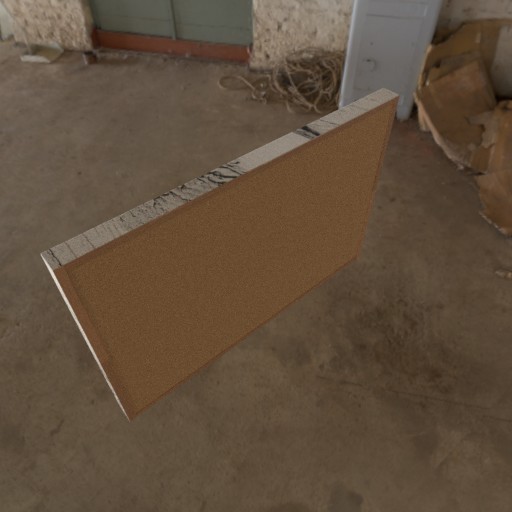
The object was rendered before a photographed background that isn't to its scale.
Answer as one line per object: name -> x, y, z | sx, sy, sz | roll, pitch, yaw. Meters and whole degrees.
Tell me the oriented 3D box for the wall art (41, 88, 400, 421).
wall art -> 0.000, 0.000, 0.778 | 0.613, 0.407, 0.035 | -32, 55, -26
